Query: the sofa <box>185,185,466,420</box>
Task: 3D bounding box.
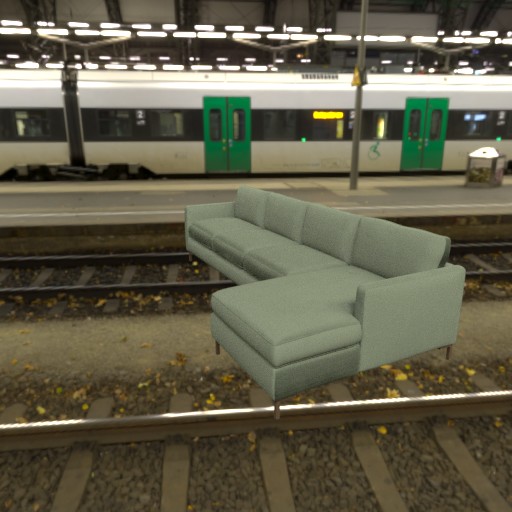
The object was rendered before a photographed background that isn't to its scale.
[{"bbox_3d":[0.000,0.000,3.364,1.255,0.756,2.725,-8,18,-26],"label":"sofa"}]
